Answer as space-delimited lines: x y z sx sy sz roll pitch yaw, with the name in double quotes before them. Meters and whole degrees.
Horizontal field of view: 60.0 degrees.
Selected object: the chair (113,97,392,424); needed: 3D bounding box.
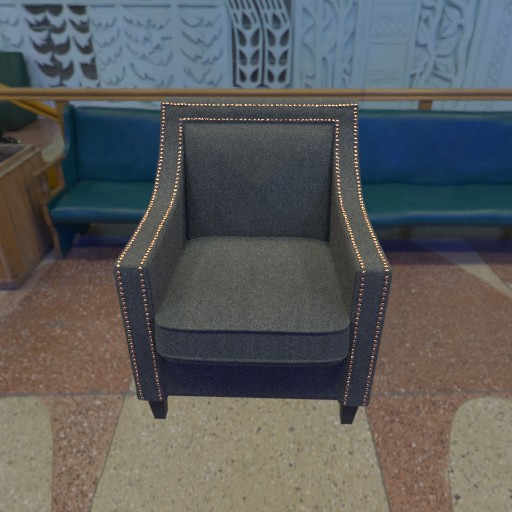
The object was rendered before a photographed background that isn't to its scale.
"chair" 0.000 0.000 1.622 0.776 0.967 0.884 1 30 2
